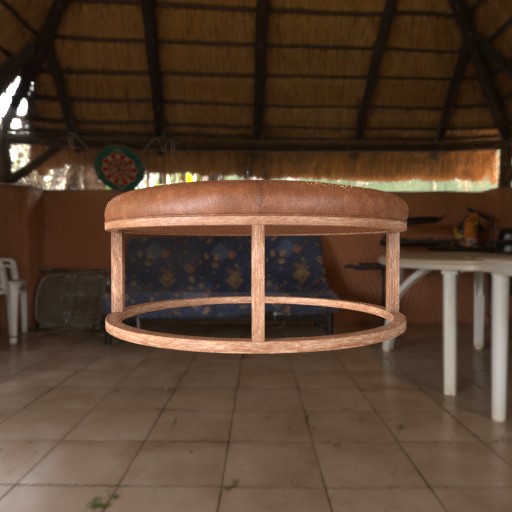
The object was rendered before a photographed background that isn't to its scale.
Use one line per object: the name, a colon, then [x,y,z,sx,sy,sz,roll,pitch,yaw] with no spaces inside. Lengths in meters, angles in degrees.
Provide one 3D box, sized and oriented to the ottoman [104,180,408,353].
ottoman: [0.000,0.000,1.546,1.006,0.445,1.006,0,1,0]
